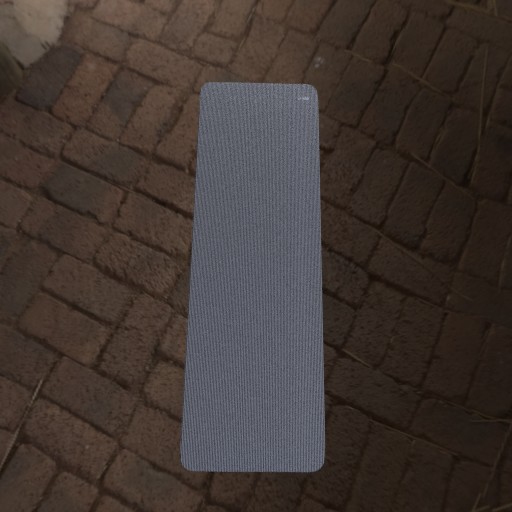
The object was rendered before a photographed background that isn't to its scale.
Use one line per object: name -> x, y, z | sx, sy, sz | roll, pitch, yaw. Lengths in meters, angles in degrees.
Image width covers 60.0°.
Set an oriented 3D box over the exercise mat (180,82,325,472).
exercise mat -> 0.000, 0.000, 2.105 | 0.616, 0.021, 1.884 | 1, 76, 0
